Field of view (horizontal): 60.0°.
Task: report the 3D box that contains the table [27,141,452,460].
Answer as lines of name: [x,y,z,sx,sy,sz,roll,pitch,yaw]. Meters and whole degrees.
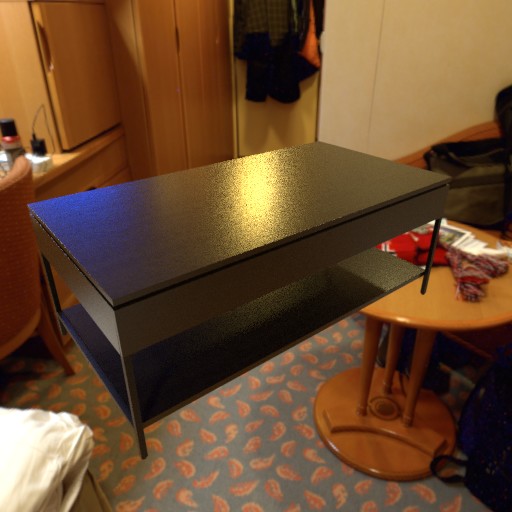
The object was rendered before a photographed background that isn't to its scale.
table: [0.000,0.000,1.378,1.095,0.435,0.574,-21,35,-33]
